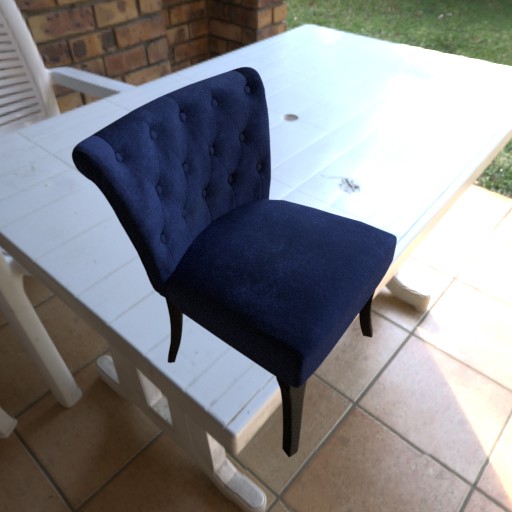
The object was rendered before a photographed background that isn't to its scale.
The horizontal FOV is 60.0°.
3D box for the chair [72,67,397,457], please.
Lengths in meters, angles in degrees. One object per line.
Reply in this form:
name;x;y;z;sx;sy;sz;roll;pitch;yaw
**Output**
chair;0.000;0.000;1.189;0.606;0.753;0.585;26;48;26
